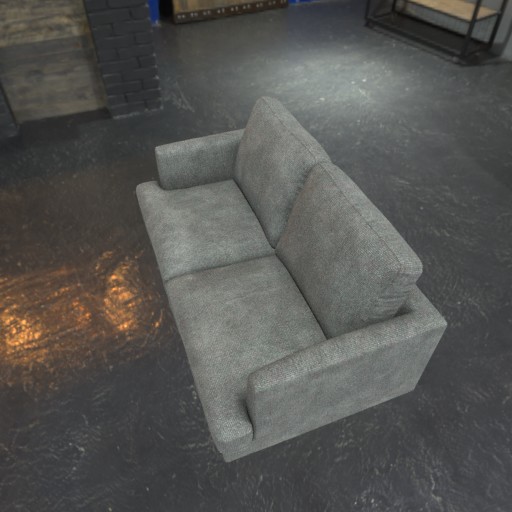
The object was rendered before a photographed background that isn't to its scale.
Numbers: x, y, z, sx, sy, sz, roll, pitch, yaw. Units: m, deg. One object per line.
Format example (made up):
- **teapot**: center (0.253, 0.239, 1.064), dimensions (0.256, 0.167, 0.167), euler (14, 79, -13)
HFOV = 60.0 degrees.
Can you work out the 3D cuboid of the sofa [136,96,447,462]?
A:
- **sofa**: center (0.000, 0.000, 2.132), dimensions (0.903, 0.956, 1.582), euler (-15, 48, -14)
